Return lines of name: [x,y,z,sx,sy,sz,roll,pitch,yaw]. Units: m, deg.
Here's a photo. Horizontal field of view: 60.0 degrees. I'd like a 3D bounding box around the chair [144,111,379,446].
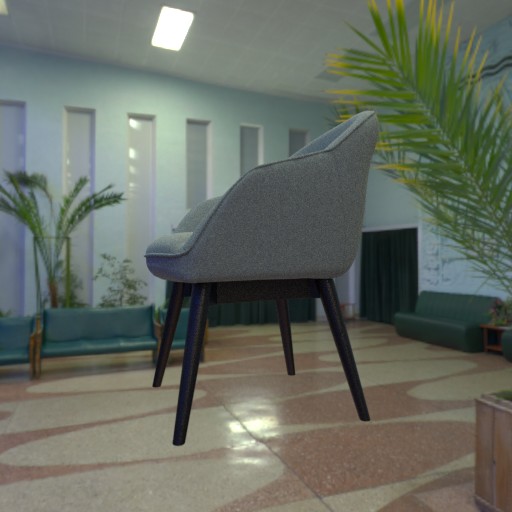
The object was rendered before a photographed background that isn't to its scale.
chair: [0.000,0.000,1.251,0.611,0.810,0.589,0,-1,-18]
